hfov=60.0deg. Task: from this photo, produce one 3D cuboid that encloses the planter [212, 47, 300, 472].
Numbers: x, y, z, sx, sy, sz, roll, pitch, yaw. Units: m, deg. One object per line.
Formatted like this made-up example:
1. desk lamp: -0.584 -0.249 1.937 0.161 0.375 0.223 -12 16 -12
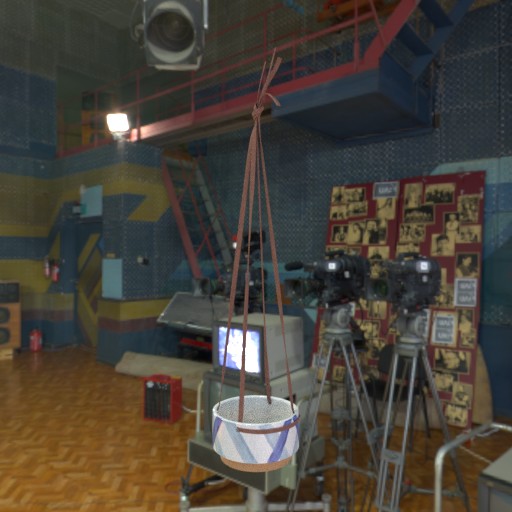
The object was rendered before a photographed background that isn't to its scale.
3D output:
1. planter: 0.000 0.000 0.836 0.166 0.751 0.166 0 0 0
